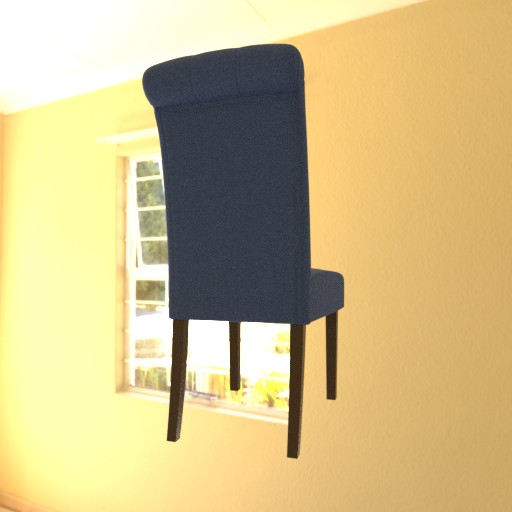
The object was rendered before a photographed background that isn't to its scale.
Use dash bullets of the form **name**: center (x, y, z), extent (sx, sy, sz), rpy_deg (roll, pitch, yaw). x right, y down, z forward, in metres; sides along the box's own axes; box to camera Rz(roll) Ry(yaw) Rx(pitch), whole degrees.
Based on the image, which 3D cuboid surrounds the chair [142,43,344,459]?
- **chair**: center (0.000, 0.000, 1.365), extent (0.456, 1.006, 0.671), rpy_deg (-1, -2, 18)
